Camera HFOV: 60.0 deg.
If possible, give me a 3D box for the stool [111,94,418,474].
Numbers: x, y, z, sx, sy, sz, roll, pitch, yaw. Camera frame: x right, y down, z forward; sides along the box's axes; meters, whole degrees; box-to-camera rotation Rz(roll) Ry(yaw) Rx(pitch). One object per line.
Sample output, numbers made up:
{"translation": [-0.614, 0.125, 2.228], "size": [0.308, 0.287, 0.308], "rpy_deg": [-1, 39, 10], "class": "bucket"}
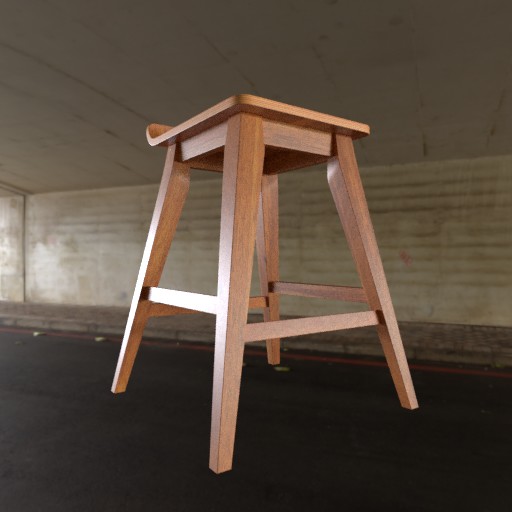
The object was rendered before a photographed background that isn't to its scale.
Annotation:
{"translation": [0.000, 0.000, 1.009], "size": [0.500, 0.650, 0.500], "rpy_deg": [0, 0, -36], "class": "stool"}
